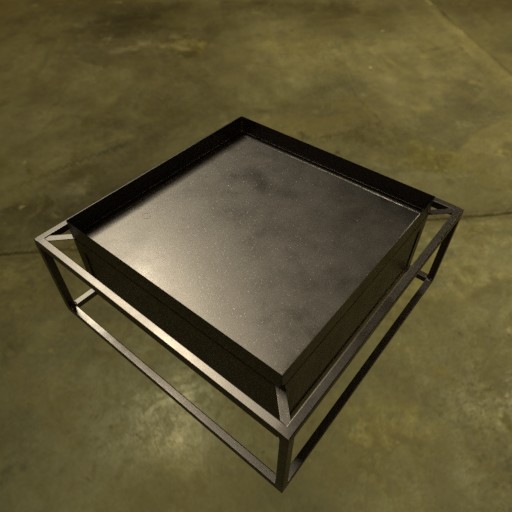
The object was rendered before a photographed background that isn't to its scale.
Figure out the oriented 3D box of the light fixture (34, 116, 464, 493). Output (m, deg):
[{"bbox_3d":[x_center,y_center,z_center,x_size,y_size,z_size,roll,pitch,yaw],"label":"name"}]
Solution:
[{"bbox_3d":[0.000,0.000,0.686,0.441,0.191,0.441,30,53,26],"label":"light fixture"}]
